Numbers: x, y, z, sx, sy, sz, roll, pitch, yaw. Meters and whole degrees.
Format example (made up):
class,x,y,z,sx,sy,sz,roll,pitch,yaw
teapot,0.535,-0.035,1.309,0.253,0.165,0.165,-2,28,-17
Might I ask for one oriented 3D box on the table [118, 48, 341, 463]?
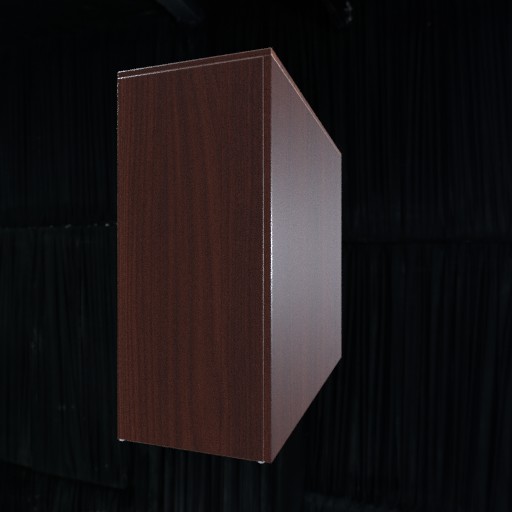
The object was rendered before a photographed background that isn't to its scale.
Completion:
class,x,y,z,sx,sy,sz,roll,pitch,yaw
table,0.000,0.000,1.340,0.380,0.790,0.930,0,0,19
